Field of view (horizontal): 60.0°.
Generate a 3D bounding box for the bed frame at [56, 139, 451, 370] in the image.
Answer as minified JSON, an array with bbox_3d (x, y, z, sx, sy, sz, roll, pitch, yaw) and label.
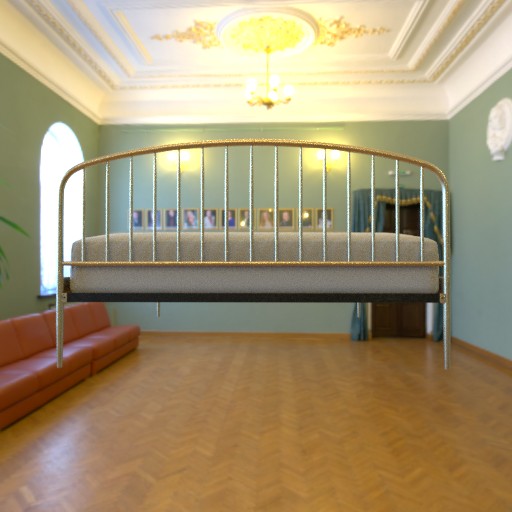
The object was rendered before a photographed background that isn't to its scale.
[{"bbox_3d":[0.000,0.000,3.330,2.016,1.174,2.152,0,-1,1],"label":"bed frame"}]
